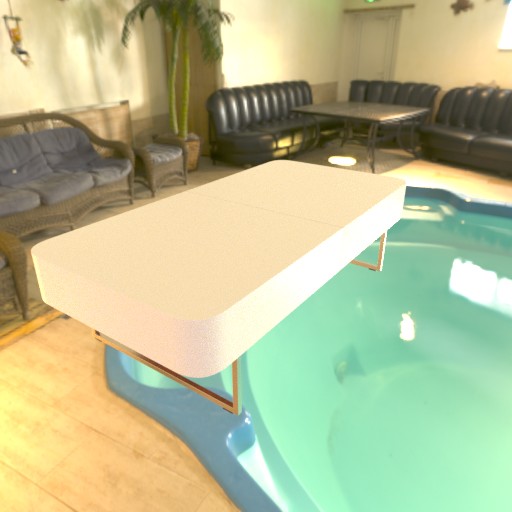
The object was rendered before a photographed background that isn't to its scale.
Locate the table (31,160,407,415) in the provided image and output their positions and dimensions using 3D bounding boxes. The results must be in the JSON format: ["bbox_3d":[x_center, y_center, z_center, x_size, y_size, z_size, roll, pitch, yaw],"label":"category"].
[{"bbox_3d":[0.000,0.000,1.468,0.600,0.340,1.200,17,30,31],"label":"table"}]
